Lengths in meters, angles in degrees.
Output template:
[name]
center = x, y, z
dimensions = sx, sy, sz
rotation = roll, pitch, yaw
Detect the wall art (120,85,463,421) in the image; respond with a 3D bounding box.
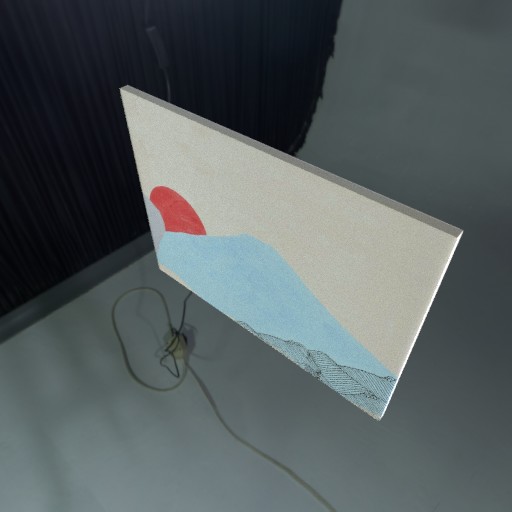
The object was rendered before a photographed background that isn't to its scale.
[wall art]
center = 0.000, 0.000, 1.608
dimensions = 1.219, 0.912, 0.042
rotation = 30, 52, 27
